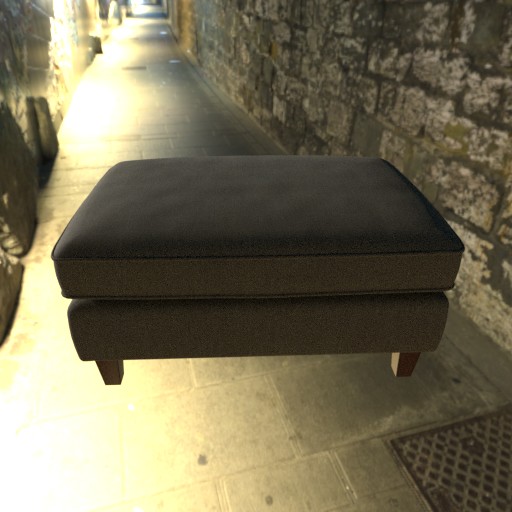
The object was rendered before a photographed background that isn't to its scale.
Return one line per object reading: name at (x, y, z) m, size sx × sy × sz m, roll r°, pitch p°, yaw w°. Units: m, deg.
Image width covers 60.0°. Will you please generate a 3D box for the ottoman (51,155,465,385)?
ottoman at (0.000, 0.000, 1.318) m, size 0.941 × 0.480 × 0.636 m, roll -1°, pitch 31°, yaw -2°
